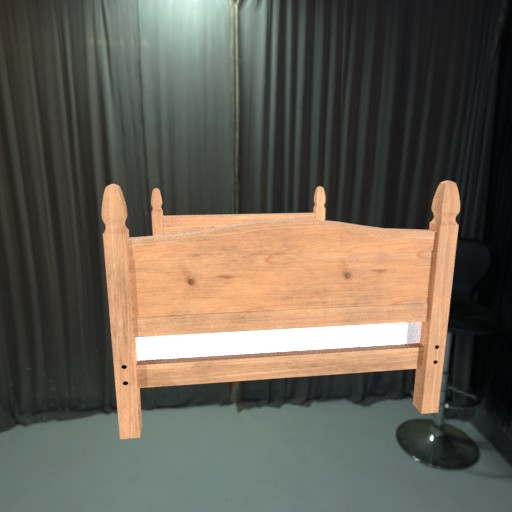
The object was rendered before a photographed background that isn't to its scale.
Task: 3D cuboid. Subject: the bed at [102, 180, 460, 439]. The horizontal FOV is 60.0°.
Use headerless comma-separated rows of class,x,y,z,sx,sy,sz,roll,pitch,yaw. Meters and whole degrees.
bed,0.000,0.000,2.897,1.490,1.100,2.069,-2,14,-8
